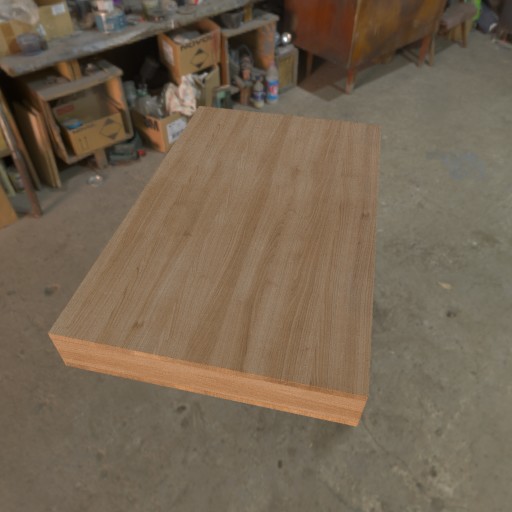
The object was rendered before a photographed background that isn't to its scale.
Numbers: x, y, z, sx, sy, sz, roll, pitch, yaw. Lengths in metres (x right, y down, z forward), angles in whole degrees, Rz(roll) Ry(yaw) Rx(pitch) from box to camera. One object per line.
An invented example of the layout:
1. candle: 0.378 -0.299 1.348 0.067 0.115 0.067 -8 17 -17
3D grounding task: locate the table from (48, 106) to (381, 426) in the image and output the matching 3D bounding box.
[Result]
1. table: 0.000 0.000 1.461 0.700 0.440 1.100 9 46 9
